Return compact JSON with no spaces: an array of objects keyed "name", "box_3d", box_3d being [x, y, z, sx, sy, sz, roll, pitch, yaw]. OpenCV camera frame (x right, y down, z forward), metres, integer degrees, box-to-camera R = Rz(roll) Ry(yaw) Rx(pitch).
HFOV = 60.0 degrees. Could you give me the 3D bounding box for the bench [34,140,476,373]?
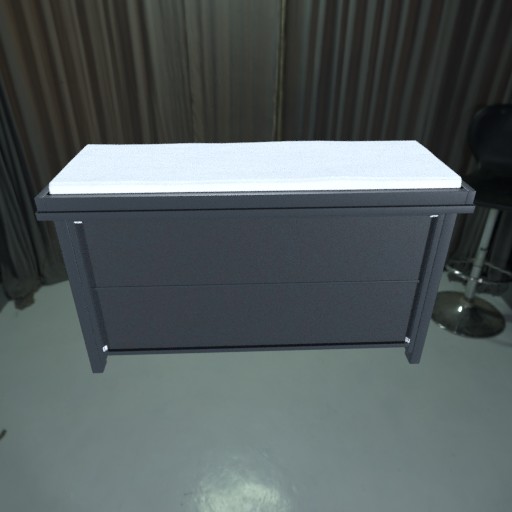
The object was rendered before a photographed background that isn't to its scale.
[{"name":"bench","box_3d":[0.000,0.000,1.238,0.973,0.561,0.345,-1,31,-2]}]
